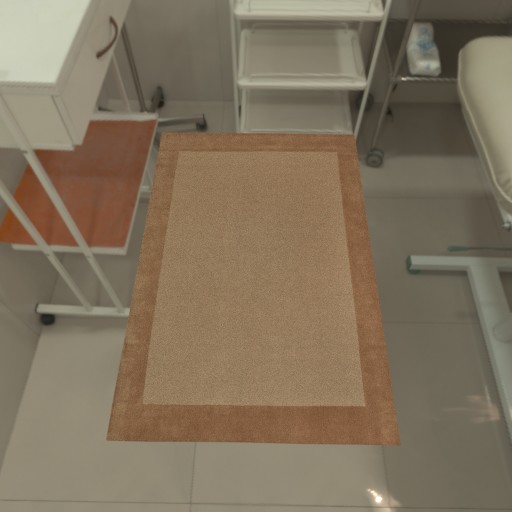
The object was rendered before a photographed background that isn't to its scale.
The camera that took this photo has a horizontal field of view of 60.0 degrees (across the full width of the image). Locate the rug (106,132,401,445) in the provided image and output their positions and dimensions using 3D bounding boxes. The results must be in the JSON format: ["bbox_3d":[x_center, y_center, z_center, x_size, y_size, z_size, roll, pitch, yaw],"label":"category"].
[{"bbox_3d":[0.000,0.000,2.319,1.219,0.014,1.829,1,58,0],"label":"rug"}]
